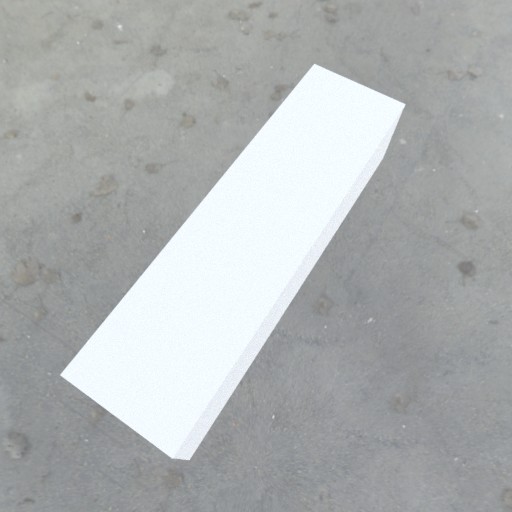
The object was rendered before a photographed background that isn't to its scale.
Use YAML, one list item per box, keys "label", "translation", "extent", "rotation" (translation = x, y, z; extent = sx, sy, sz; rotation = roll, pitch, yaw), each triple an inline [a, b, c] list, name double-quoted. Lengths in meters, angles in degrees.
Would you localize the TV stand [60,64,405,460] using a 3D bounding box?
- label: "TV stand"
  translation: [0.000, 0.000, 1.663]
  extent: [0.401, 0.560, 1.398]
  rotation: [30, 68, 13]
